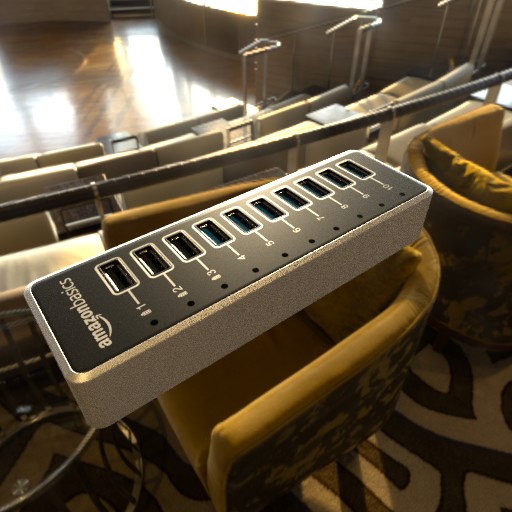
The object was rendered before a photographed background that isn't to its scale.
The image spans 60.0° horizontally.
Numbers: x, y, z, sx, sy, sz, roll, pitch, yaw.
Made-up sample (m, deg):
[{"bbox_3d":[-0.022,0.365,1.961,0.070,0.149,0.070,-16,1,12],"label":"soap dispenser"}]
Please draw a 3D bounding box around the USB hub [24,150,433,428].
[{"bbox_3d":[0.000,0.000,0.160,0.145,0.023,0.044,-27,48,-27],"label":"USB hub"}]
